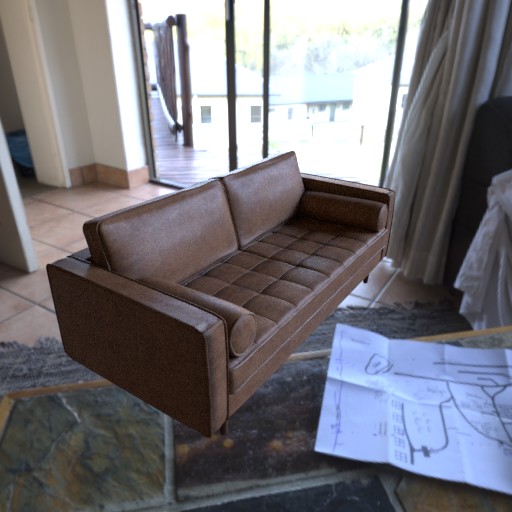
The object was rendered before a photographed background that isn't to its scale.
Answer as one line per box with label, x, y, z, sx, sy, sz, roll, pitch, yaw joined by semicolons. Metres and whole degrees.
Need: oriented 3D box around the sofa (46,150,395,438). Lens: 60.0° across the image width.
sofa;0.000;0.000;2.449;0.924;0.825;1.920;16;30;31
